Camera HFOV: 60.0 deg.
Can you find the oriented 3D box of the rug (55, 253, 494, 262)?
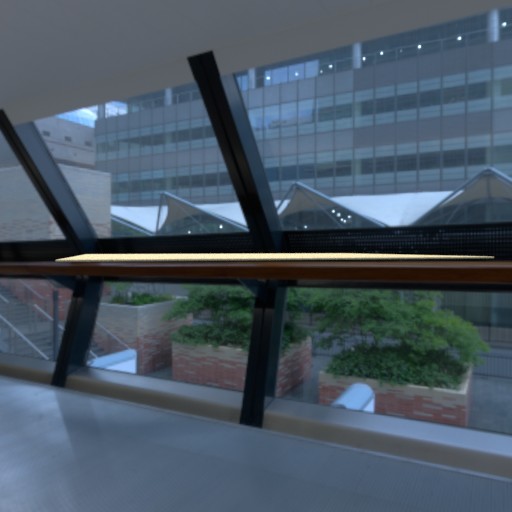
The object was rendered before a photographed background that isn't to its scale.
[{"bbox_3d":[0.000,0.000,4.208,3.204,0.016,2.452,0,1,-17],"label":"rug"}]
